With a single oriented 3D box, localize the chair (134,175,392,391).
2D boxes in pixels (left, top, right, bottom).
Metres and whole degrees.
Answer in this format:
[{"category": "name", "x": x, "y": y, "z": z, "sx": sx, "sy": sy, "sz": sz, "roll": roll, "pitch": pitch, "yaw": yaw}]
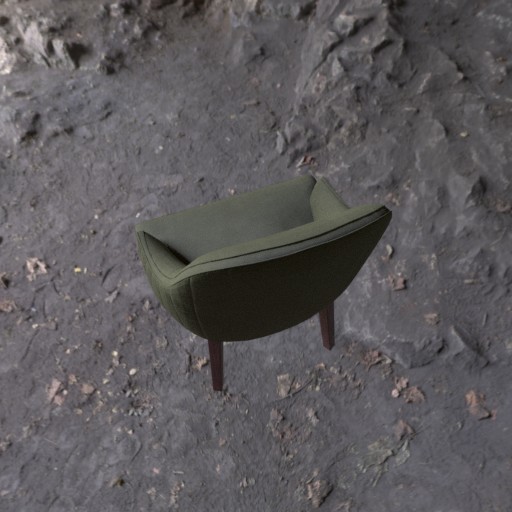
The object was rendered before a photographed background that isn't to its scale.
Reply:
[{"category": "chair", "x": 0.000, "y": 0.000, "z": 1.295, "sx": 0.643, "sy": 0.889, "sz": 0.575, "roll": -18, "pitch": 59, "yaw": -11}]
